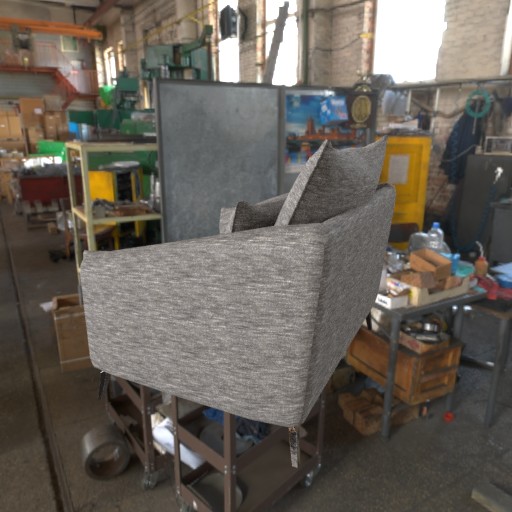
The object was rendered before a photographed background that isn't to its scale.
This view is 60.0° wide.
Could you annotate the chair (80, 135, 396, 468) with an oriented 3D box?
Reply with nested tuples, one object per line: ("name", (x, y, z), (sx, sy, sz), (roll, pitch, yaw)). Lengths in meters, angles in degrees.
("chair", (0.000, 0.000, 1.602), (0.805, 0.842, 1.004), (8, 18, 25))
